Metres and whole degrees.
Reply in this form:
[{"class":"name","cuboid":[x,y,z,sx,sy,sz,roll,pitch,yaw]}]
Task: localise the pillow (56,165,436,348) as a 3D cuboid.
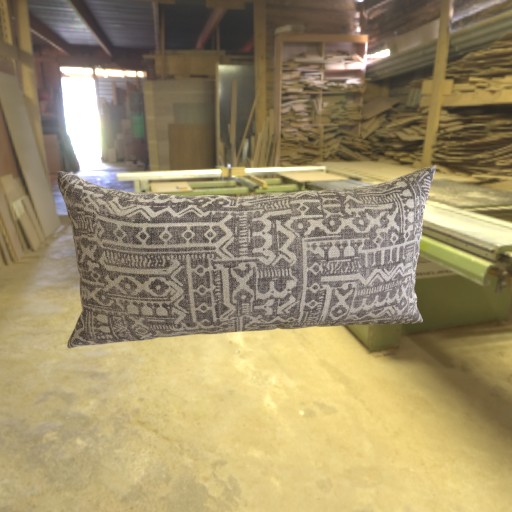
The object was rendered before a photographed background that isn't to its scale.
[{"class":"pillow","cuboid":[0.000,0.000,0.740,0.631,0.290,0.148,-3,17,-9]}]
